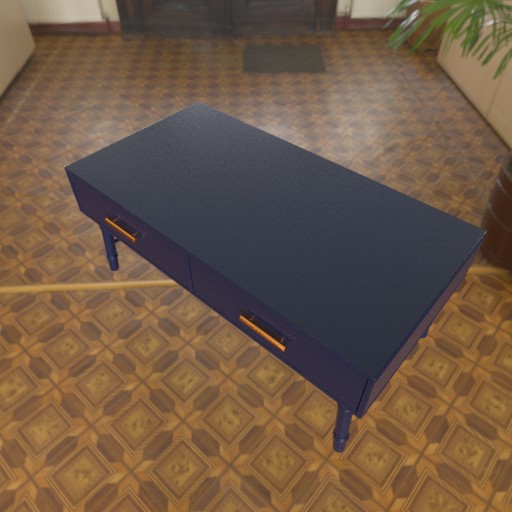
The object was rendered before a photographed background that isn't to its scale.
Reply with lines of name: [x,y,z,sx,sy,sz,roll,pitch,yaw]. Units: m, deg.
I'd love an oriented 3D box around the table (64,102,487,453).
table: [0.000,0.000,1.382,1.067,0.457,0.572,32,54,27]
